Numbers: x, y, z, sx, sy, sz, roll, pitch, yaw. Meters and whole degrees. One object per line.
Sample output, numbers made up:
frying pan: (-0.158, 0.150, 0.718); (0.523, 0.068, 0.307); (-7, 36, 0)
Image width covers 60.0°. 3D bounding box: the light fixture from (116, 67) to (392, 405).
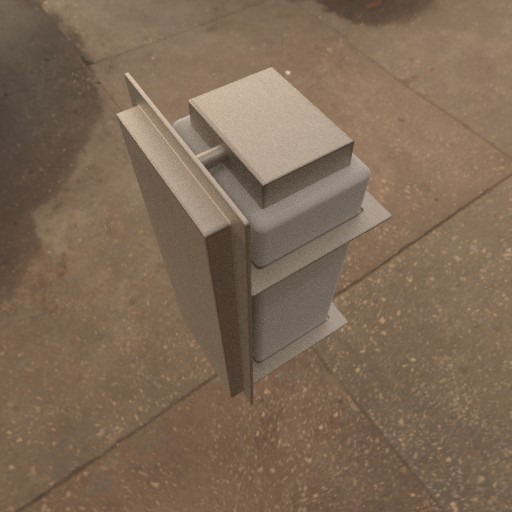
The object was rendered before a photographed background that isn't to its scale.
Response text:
light fixture: (0.000, 0.000, 0.464); (0.160, 0.380, 0.168); (-29, 61, -17)
